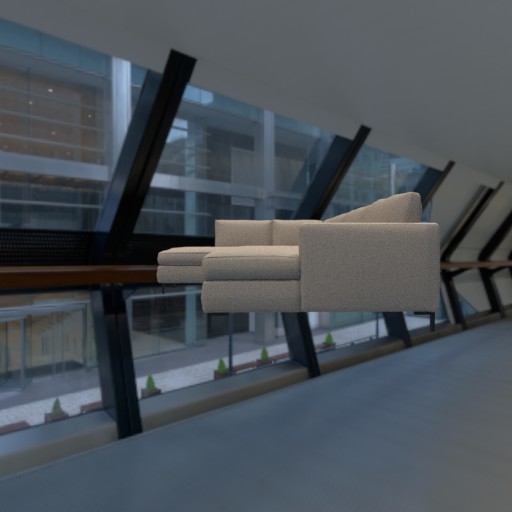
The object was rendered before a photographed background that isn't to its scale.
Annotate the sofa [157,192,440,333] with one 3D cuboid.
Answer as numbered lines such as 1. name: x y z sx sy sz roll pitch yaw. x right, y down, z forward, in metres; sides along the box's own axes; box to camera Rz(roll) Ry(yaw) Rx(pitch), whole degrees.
1. sofa: 0.000 0.000 3.628 1.879 0.756 2.737 0 1 -1
